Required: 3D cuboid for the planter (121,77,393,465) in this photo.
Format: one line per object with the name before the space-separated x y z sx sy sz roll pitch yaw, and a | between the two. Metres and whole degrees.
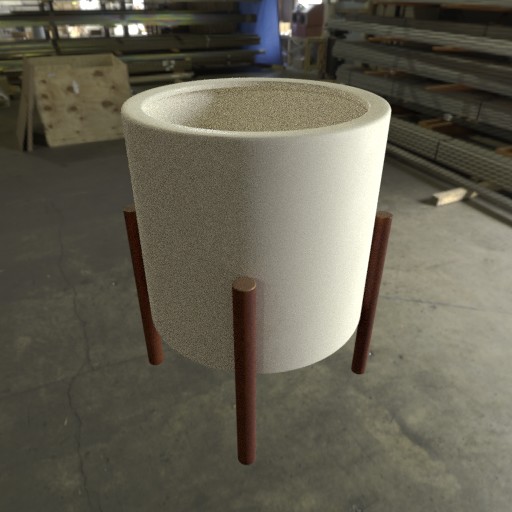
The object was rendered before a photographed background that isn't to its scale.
planter | 0.000 0.000 0.856 0.420 0.581 0.421 -22 38 -32
